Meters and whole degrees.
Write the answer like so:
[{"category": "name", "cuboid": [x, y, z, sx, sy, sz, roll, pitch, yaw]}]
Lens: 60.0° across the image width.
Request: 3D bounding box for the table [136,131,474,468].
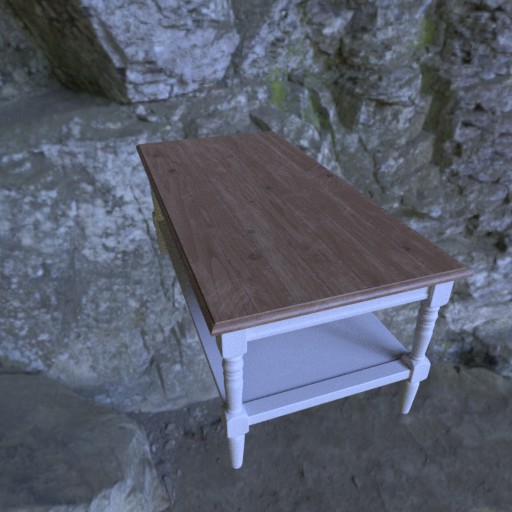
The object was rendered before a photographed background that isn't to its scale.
[{"category": "table", "cuboid": [0.000, 0.000, 1.398, 0.559, 0.458, 1.118, -10, 33, -17]}]
